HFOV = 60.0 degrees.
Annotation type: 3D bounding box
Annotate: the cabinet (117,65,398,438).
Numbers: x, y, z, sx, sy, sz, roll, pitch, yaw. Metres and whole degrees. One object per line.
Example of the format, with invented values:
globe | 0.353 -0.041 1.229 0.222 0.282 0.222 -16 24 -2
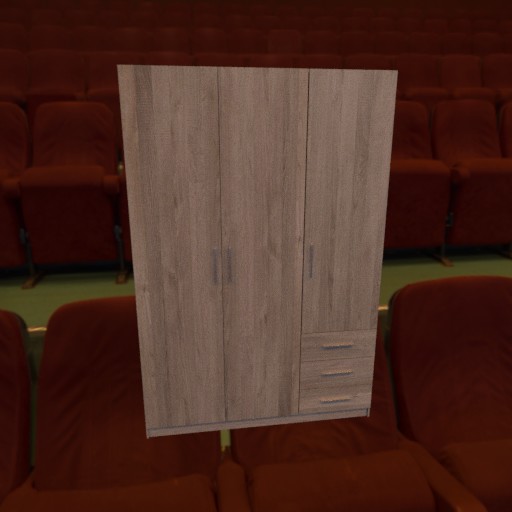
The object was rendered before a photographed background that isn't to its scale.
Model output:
cabinet | 0.000 0.000 2.498 1.290 1.910 0.510 -2 16 -8
